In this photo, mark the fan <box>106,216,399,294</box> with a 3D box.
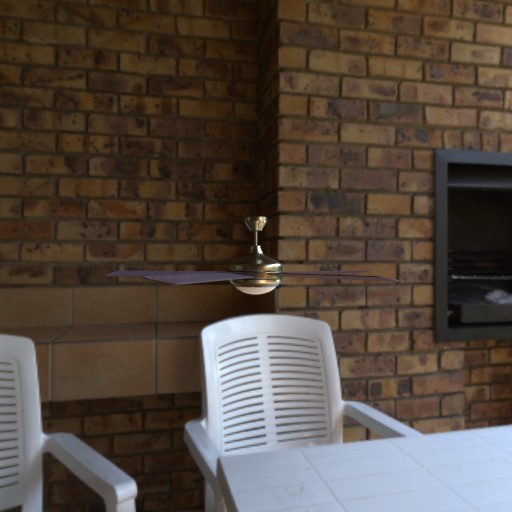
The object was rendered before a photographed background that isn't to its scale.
[{"bbox_3d":[0.000,0.000,2.061,1.321,0.356,1.321,0,0,-18],"label":"fan"}]
